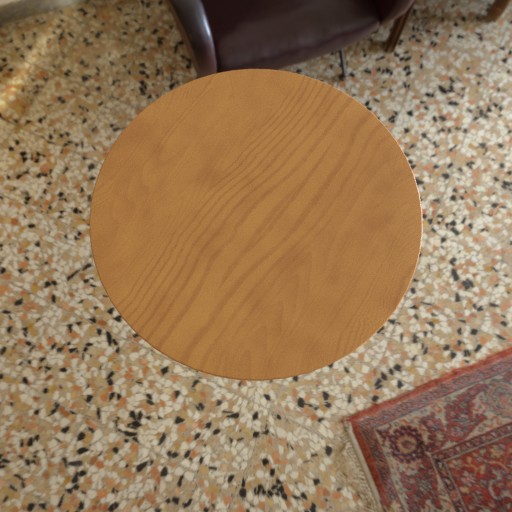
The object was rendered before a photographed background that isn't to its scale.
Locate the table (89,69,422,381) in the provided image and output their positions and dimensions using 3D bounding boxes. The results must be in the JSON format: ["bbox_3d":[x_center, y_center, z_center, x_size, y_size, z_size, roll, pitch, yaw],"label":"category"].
[{"bbox_3d":[0.000,0.000,1.089,0.597,0.612,0.597,0,74,0],"label":"table"}]
